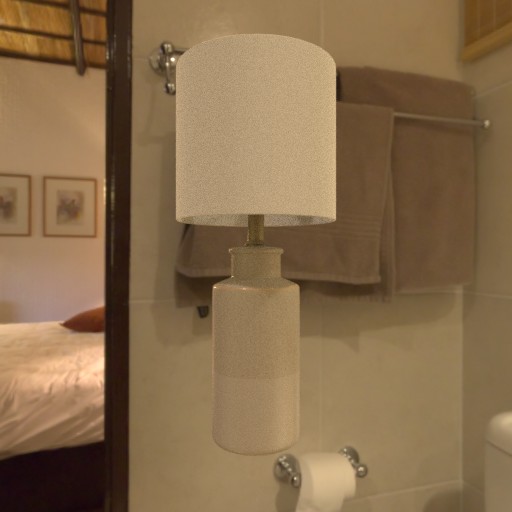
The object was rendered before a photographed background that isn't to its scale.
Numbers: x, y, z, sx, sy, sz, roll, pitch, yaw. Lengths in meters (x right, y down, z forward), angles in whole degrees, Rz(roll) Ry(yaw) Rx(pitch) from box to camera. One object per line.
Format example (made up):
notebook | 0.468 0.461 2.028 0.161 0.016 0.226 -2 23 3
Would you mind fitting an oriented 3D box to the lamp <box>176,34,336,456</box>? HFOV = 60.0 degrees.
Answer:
lamp | 0.000 0.000 0.597 0.212 0.493 0.212 0 0 34
